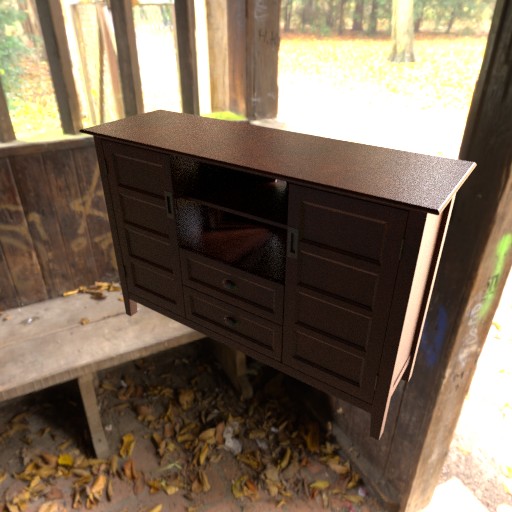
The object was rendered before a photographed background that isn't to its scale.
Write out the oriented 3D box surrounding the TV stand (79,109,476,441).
[{"bbox_3d":[0.000,0.000,1.792,1.372,0.915,0.445,19,35,29],"label":"TV stand"}]
